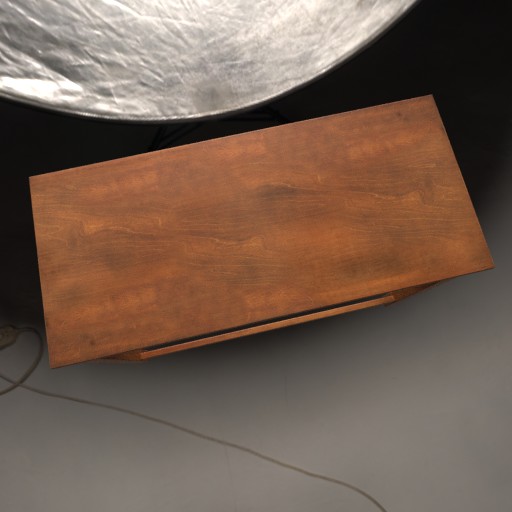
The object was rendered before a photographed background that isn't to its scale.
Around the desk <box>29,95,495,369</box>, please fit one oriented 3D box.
[{"bbox_3d":[0.000,0.000,1.512,1.117,0.762,0.508,-12,76,-3],"label":"desk"}]
